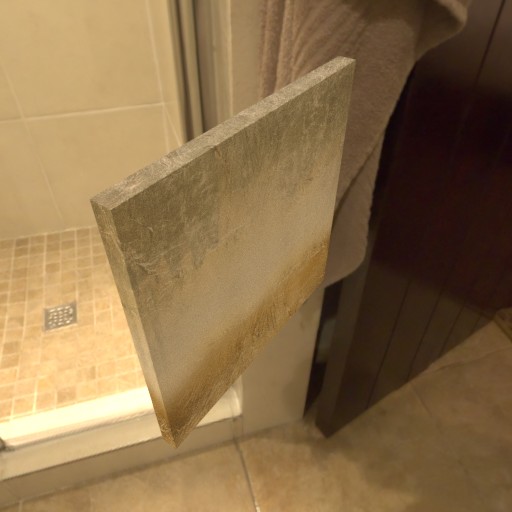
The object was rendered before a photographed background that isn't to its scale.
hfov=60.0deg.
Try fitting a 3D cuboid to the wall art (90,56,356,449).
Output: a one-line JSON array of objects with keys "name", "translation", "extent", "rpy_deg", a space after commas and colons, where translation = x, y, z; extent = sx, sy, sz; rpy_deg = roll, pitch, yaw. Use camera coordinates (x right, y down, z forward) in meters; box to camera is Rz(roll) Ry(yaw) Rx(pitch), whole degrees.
[{"name": "wall art", "translation": [0.000, 0.000, 0.898], "extent": [0.038, 0.610, 0.610], "rpy_deg": [26, 49, 26]}]
